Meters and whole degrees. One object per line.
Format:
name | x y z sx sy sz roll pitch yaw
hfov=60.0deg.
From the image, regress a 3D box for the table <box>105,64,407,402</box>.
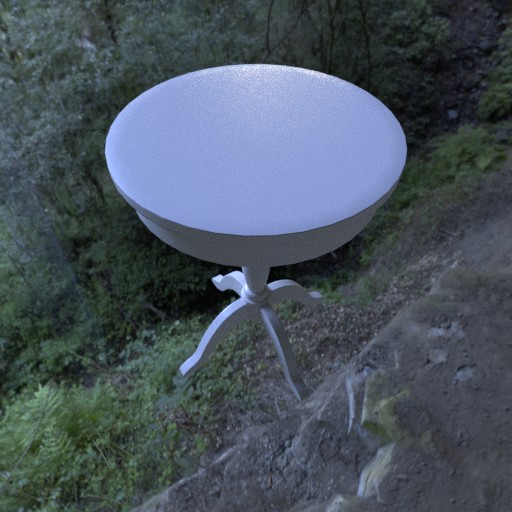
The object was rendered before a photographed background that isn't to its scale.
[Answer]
table | 0.000 0.000 1.014 0.513 0.653 0.513 0 48 0
